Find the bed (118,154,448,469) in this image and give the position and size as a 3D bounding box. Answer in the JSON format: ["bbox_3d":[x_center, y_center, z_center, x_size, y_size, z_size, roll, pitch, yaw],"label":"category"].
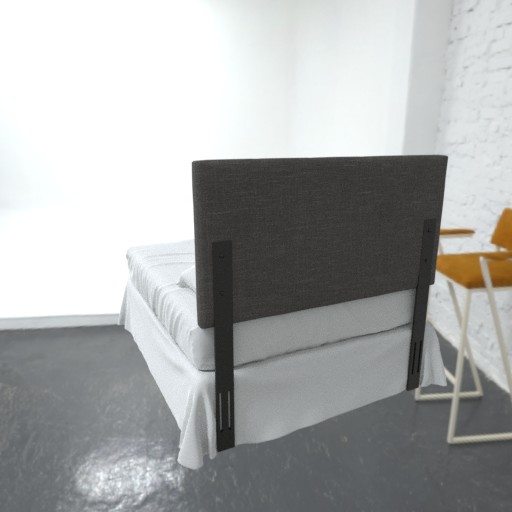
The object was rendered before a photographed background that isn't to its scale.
[{"bbox_3d":[0.000,0.000,3.442,1.936,1.577,2.222,-7,17,-25],"label":"bed"}]
